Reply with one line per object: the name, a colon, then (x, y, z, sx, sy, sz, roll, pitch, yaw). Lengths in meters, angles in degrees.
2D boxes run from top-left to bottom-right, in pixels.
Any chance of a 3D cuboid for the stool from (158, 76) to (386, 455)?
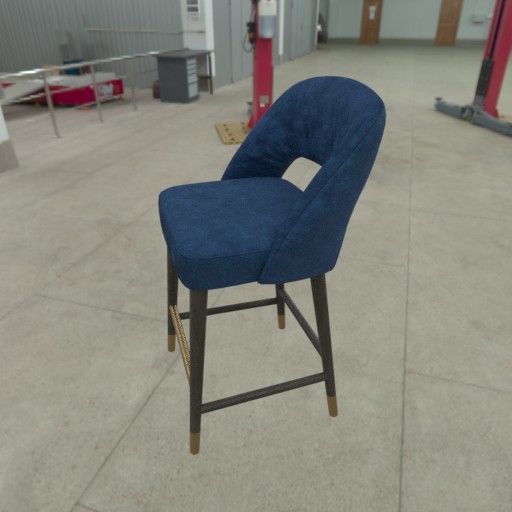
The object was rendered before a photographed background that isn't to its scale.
stool: (0.000, 0.000, 1.255, 0.524, 0.925, 0.536, -9, 30, -15)
